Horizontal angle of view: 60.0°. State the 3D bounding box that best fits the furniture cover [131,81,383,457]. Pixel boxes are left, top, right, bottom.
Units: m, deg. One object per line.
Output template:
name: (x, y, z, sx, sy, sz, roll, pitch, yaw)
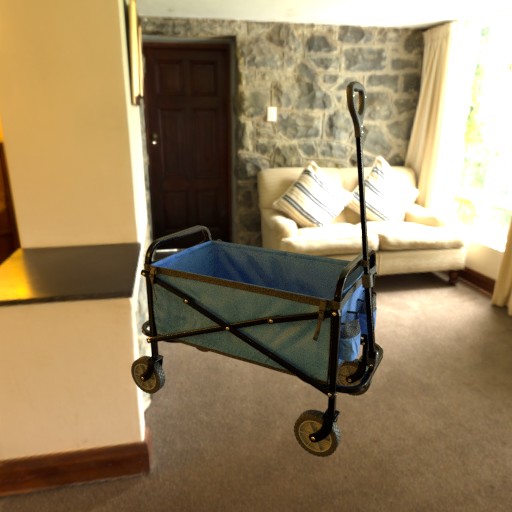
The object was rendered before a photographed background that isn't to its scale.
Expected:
furniture cover: (0.000, 0.000, 1.800, 1.038, 1.295, 0.532, 9, 19, 27)
